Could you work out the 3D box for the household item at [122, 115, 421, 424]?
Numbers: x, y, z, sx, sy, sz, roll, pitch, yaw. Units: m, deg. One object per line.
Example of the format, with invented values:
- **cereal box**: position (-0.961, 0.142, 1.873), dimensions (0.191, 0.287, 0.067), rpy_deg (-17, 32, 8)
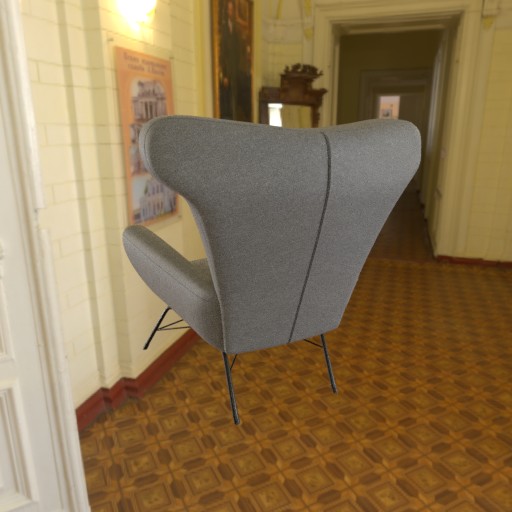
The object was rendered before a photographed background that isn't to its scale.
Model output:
- **household item**: position (0.000, 0.000, 1.771), dimensions (0.980, 1.050, 0.900), rpy_deg (-8, 18, -26)
